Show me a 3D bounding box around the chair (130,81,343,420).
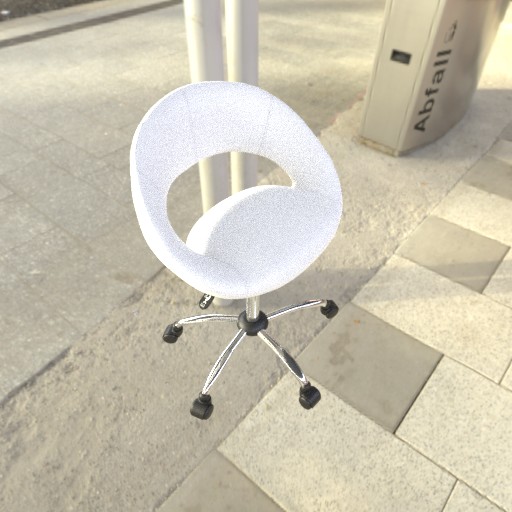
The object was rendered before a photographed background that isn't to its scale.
[{"bbox_3d":[0.000,0.000,1.178,0.538,0.791,0.612,27,48,28],"label":"chair"}]
